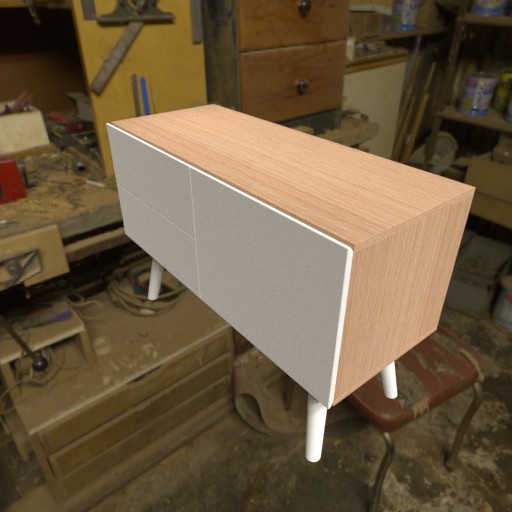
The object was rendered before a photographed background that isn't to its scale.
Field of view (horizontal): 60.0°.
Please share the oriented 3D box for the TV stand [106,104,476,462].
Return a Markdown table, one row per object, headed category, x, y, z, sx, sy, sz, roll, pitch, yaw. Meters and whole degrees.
| category | x | y | z | sx | sy | sz | roll | pitch | yaw |
| --- | --- | --- | --- | --- | --- | --- | --- | --- | --- |
| TV stand | 0.000 | 0.000 | 1.338 | 0.407 | 0.660 | 0.991 | -23 | 38 | -32 |
